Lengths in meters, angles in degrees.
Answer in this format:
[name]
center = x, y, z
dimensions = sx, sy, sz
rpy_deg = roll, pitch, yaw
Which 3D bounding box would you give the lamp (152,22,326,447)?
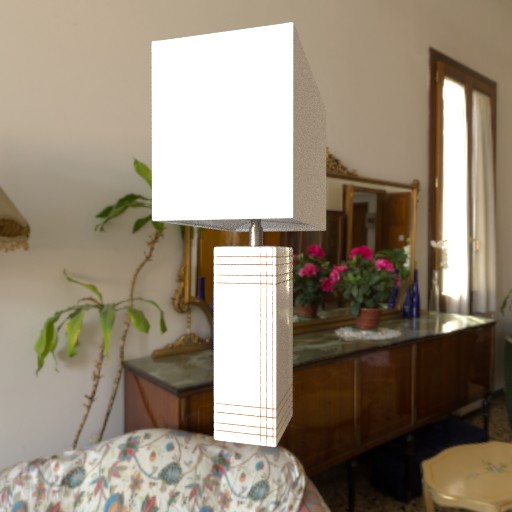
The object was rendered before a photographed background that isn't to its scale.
[lamp]
center = 0.000, 0.000, 0.696
dimensions = 0.182, 0.543, 0.334
rpy_deg = 0, 1, 15
